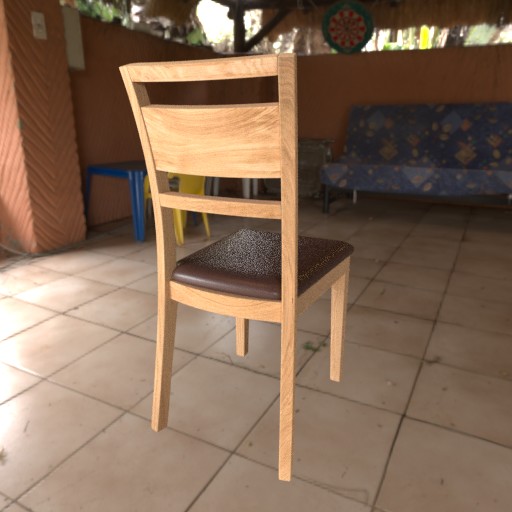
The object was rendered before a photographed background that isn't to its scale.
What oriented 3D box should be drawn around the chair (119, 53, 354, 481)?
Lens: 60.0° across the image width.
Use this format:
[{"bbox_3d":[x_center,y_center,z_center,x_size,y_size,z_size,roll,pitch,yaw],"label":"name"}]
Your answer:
[{"bbox_3d":[0.000,0.000,1.205,0.420,0.940,0.545,9,19,26],"label":"chair"}]
